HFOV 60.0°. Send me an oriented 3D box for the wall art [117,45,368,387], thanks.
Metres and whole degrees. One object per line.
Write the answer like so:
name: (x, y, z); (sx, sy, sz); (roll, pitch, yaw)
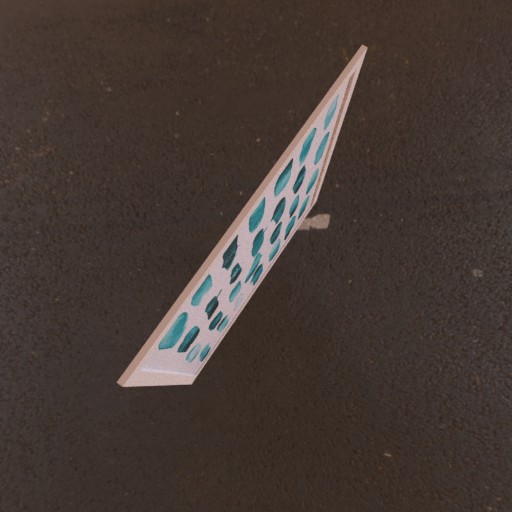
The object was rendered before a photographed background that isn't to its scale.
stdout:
wall art: (0.000, 0.000, 1.218); (0.013, 0.813, 0.812); (33, 77, 9)
